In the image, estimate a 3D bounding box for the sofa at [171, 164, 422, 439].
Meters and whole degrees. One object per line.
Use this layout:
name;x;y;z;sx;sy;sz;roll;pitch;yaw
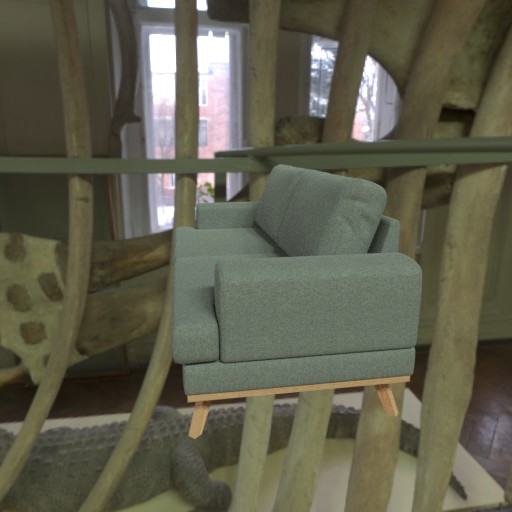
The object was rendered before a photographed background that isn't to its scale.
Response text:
sofa;0.000;0.000;2.110;0.785;0.810;1.650;-2;14;-9
